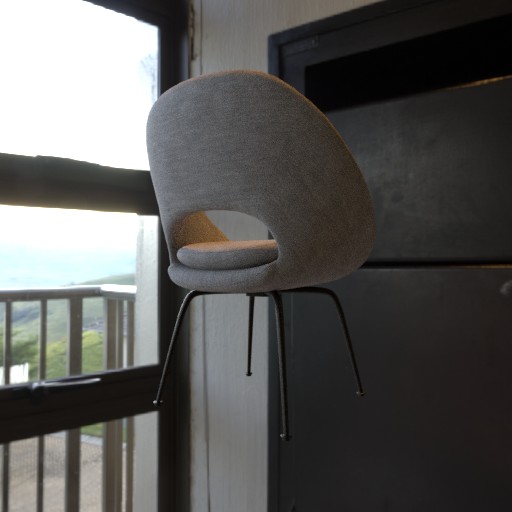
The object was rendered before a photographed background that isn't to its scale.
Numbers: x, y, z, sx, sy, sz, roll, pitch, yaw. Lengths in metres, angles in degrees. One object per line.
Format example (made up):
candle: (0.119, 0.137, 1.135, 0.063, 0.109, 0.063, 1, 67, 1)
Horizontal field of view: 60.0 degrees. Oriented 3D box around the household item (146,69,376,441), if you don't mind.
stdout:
household item: (0.000, 0.000, 1.303, 0.643, 0.869, 0.587, -1, -2, 36)
